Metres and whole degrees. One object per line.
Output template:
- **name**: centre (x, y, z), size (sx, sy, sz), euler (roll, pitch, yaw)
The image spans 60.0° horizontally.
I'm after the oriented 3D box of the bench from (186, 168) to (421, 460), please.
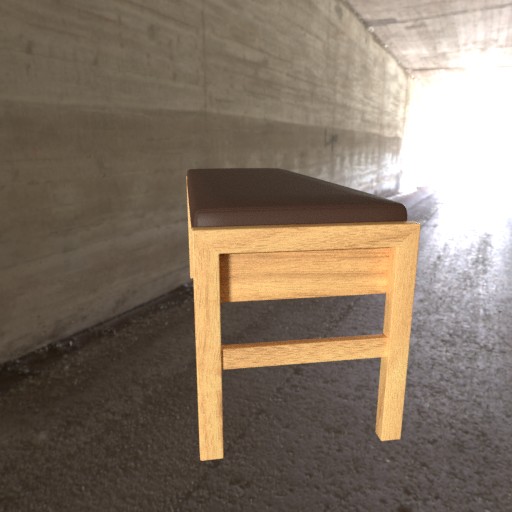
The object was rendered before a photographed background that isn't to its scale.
- **bench**: centre (0.000, 0.000, 1.383), size (0.405, 0.480, 1.200), euler (-2, 15, -9)
